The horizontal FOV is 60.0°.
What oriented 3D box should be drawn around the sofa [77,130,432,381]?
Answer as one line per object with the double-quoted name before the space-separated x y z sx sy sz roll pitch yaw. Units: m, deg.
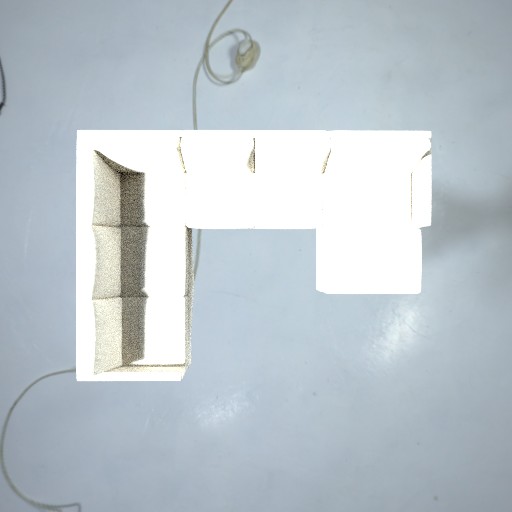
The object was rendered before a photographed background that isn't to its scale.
"sofa" 0.000 0.000 4.527 3.460 0.882 2.427 0 90 -1
